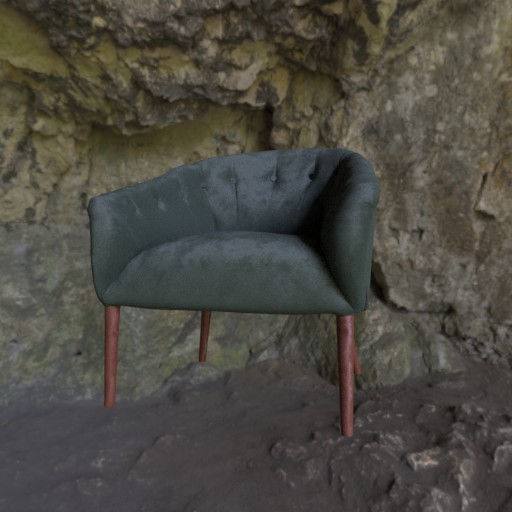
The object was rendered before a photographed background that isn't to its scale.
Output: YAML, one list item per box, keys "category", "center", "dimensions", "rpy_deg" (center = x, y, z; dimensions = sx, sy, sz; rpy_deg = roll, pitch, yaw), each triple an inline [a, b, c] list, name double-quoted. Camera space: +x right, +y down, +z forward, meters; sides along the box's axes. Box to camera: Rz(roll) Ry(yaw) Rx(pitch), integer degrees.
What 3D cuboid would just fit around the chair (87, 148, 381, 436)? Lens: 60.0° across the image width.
- category: "chair"
  center: [0.000, 0.000, 1.526]
  dimensions: [0.851, 0.885, 0.776]
  rpy_deg: [0, 0, 18]
